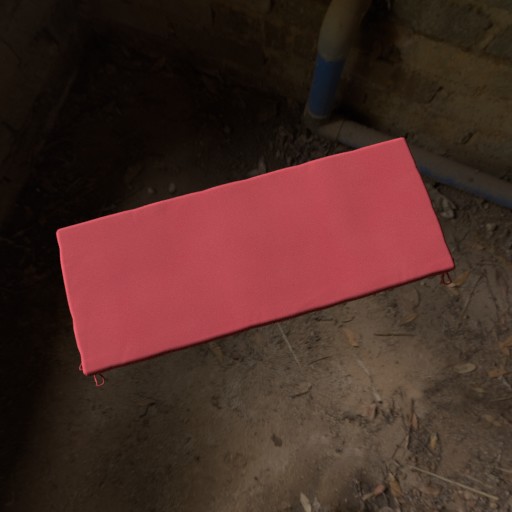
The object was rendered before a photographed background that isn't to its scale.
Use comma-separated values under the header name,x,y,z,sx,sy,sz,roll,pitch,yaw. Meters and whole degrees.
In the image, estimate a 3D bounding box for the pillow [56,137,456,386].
name,x,y,z,sx,sy,sz,roll,pitch,yaw
pillow,0.000,0.000,1.367,1.187,0.081,0.492,-16,77,-4
